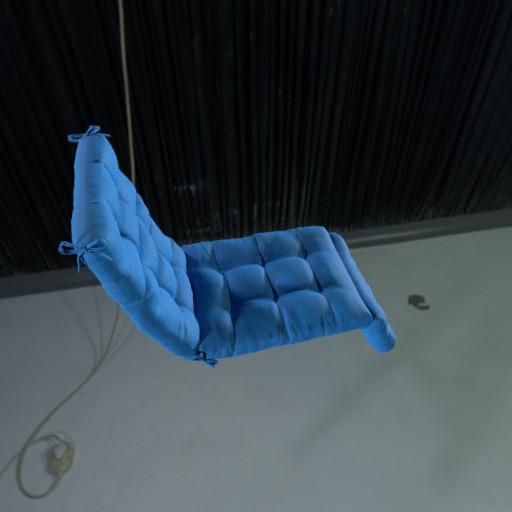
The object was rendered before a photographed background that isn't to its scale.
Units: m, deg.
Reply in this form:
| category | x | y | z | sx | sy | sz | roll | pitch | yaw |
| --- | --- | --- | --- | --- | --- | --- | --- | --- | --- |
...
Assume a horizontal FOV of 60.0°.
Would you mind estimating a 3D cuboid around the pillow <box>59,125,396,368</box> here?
| category | x | y | z | sx | sy | sz | roll | pitch | yaw |
| --- | --- | --- | --- | --- | --- | --- | --- | --- | --- |
| pillow | 0.000 | 0.000 | 1.511 | 1.016 | 0.863 | 0.526 | -10 | 48 | -10 |
